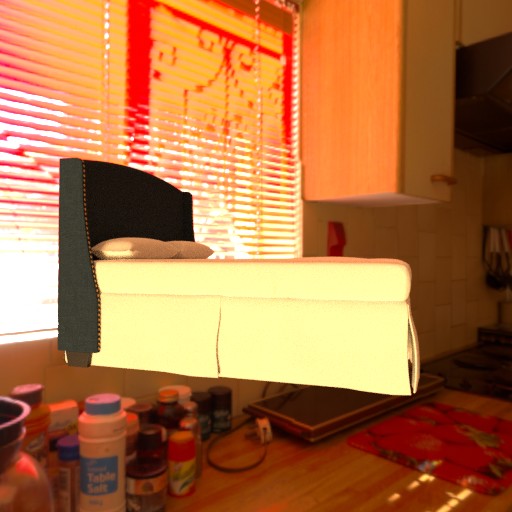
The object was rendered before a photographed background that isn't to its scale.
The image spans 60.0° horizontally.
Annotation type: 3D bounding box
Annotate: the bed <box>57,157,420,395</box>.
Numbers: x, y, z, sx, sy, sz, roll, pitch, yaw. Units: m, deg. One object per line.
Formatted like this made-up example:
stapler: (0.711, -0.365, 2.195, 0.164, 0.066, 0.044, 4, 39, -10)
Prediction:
bed: (0.000, 0.000, 3.265, 2.223, 1.402, 1.604, 0, 0, 18)
